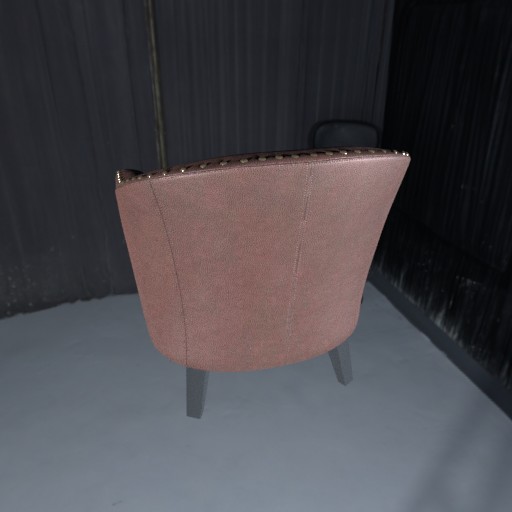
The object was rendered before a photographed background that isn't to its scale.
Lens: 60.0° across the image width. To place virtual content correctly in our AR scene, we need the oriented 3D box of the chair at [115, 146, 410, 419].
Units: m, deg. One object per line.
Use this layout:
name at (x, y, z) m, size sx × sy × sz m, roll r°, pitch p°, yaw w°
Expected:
chair at (0.000, 0.000, 1.411) m, size 0.794 × 0.823 × 0.748 m, roll -8°, pitch 28°, yaw -15°
